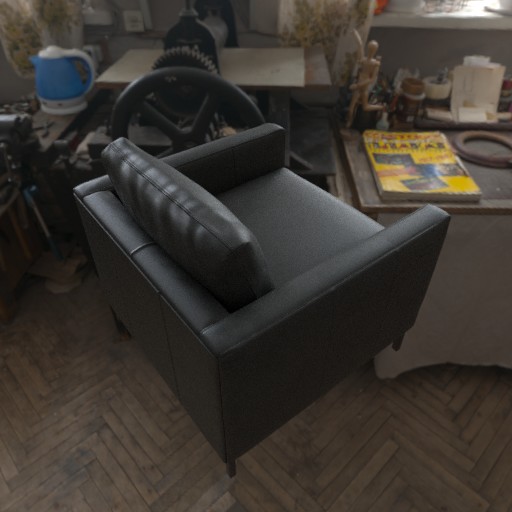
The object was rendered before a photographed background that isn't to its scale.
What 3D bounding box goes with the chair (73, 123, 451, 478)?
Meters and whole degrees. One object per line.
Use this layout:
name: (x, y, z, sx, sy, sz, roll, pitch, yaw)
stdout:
chair: (0.000, 0.000, 1.484, 0.861, 0.824, 0.967, -26, 47, -28)
